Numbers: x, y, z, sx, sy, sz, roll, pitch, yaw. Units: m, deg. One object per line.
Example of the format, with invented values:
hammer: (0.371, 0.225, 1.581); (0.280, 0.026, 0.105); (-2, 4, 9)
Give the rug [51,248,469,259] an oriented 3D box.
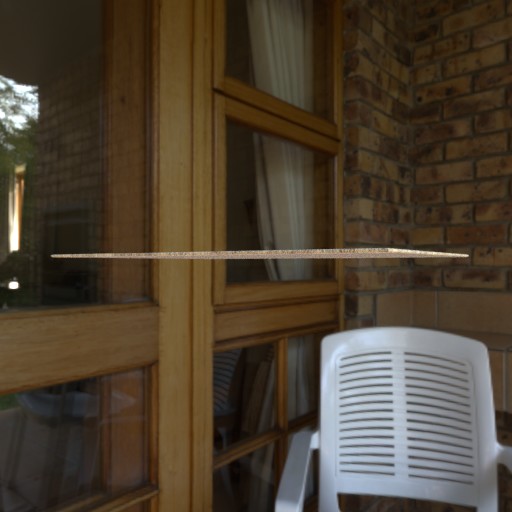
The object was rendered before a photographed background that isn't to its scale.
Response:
rug: (0.000, 0.000, 2.346); (1.846, 0.014, 1.243); (-1, -1, 36)
